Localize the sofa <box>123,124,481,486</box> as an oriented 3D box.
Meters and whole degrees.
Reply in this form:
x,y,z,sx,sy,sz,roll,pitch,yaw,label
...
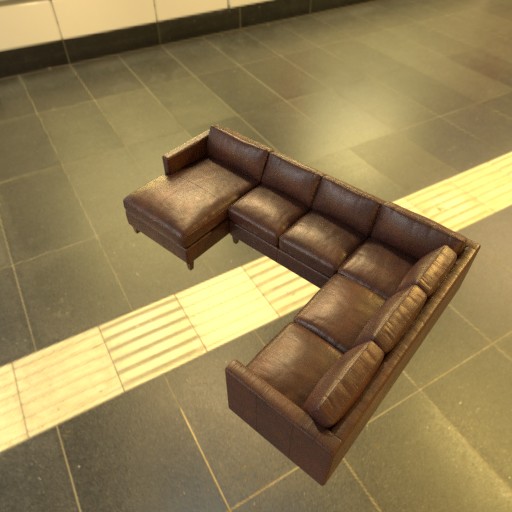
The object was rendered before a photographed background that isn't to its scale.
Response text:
x,y,z,sx,sy,sz,roll,pitch,yaw,label
0.000,0.000,4.342,3.324,0.891,2.452,31,54,27,sofa
